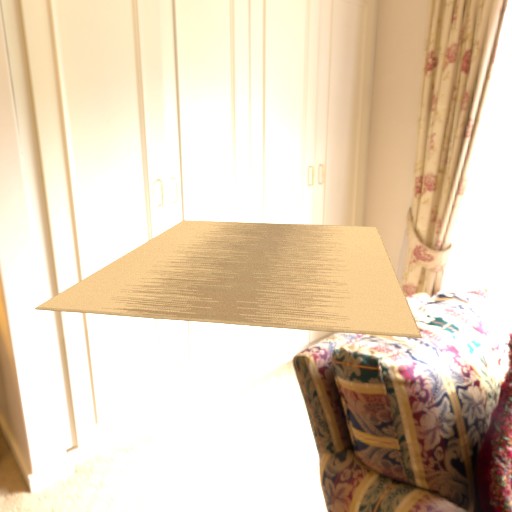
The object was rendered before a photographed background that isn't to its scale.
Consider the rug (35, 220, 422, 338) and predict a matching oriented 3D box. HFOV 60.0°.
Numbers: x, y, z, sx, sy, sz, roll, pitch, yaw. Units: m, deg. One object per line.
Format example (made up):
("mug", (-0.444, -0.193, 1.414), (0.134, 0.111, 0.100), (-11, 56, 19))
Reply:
("rug", (0.000, 0.000, 4.155), (2.453, 0.010, 3.037), (3, 16, 10))
